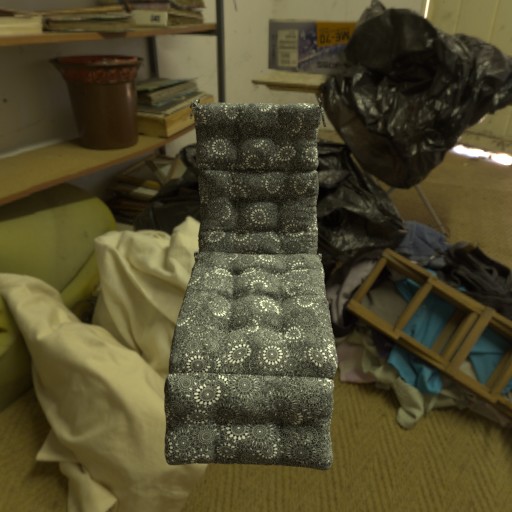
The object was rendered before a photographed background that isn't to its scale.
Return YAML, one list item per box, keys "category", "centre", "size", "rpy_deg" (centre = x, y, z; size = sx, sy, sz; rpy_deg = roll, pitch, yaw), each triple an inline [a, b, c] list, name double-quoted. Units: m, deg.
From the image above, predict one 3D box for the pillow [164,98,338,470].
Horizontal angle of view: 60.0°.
- category: "pillow"
  centre: [0.000, 0.000, 1.490]
  size: [0.526, 0.863, 1.016]
  rpy_deg: [1, 30, 2]
